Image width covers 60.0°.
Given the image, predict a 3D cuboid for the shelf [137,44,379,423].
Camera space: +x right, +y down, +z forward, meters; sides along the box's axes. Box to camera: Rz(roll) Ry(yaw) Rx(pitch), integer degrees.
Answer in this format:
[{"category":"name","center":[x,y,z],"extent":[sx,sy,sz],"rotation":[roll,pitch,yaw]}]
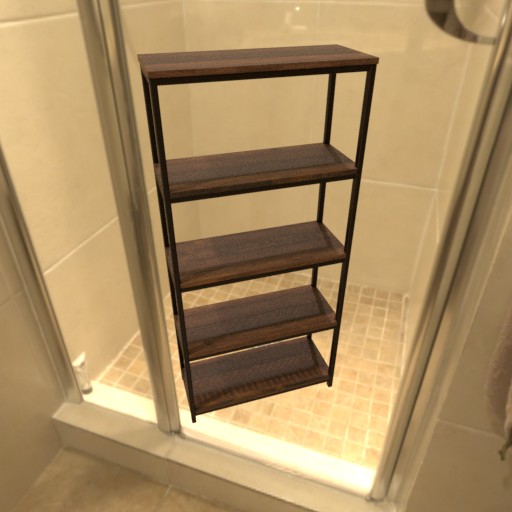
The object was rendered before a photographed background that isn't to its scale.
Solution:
[{"category":"shelf","center":[0.000,0.000,2.234],"extent":[0.874,1.860,0.359],"rotation":[-10,35,-15]}]
